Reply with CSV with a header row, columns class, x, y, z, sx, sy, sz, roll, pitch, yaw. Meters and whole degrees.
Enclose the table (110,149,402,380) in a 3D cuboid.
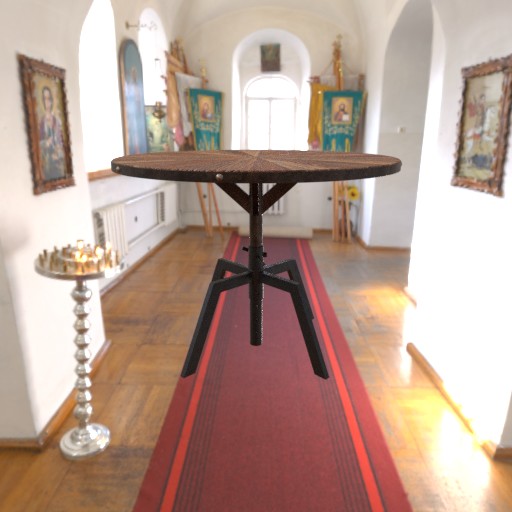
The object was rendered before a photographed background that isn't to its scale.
class,x,y,z,sx,sy,sz,roll,pitch,yaw
table,0.000,0.000,1.505,0.885,0.658,0.885,0,16,0
